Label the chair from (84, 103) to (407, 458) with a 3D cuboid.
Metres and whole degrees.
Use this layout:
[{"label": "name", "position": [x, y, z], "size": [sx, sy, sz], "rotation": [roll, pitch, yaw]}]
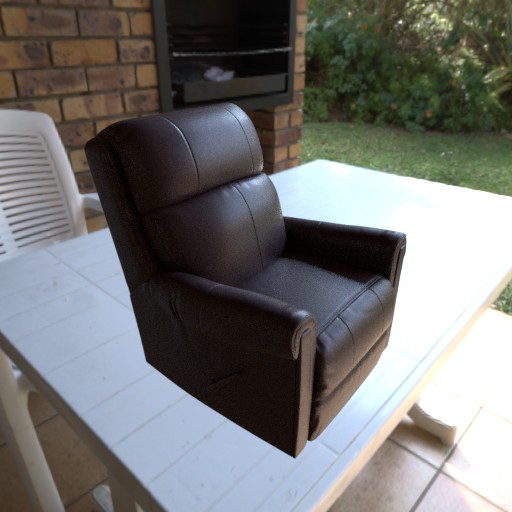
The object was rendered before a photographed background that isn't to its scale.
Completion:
[{"label": "chair", "position": [0.000, 0.000, 1.764], "size": [1.014, 1.054, 0.838], "rotation": [19, 32, 33]}]
